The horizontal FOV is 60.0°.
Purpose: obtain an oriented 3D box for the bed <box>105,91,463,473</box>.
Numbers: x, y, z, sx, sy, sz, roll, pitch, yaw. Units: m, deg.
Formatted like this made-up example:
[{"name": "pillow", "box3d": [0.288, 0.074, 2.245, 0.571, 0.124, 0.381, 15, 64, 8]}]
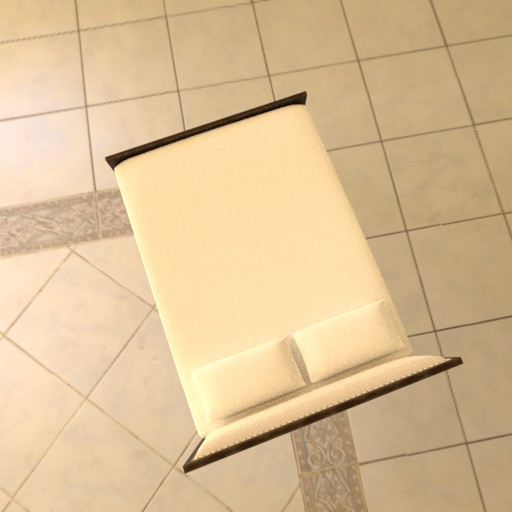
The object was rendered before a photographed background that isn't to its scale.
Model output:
[{"name": "bed", "box3d": [0.000, 0.000, 3.244, 1.607, 1.313, 2.221, -20, 77, -5]}]
